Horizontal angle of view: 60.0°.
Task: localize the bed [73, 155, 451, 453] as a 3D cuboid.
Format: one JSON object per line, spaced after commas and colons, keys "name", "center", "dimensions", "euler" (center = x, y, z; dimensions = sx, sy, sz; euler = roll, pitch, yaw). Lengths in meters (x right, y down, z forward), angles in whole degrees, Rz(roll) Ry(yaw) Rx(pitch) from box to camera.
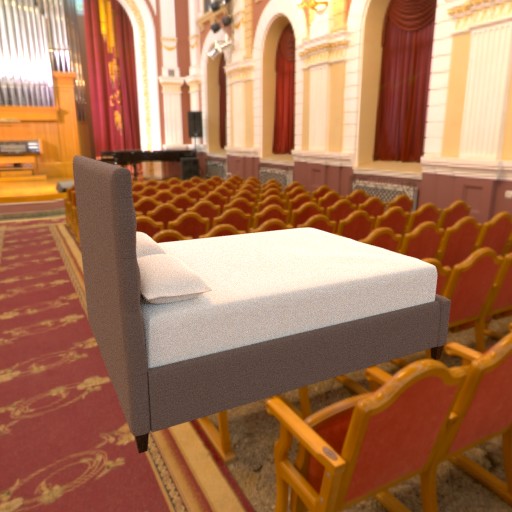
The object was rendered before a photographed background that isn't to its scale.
{"name": "bed", "center": [0.000, 0.000, 3.248], "dimensions": [2.233, 1.426, 1.696], "euler": [-8, 17, -26]}
